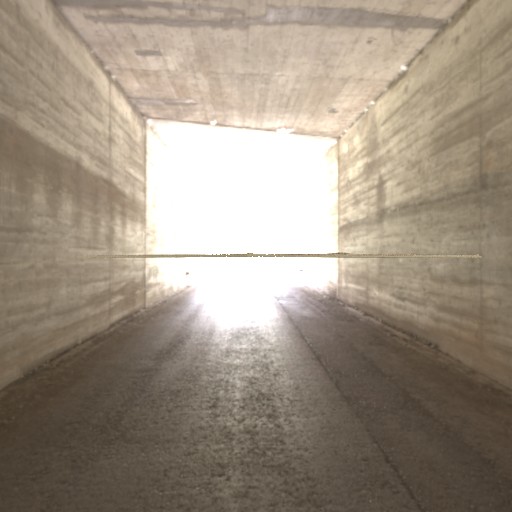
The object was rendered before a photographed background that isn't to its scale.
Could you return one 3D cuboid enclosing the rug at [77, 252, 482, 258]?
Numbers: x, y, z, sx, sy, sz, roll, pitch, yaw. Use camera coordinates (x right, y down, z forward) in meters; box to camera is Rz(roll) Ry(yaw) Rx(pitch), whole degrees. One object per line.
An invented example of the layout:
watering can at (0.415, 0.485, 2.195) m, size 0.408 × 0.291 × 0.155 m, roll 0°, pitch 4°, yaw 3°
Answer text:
rug at (0.000, 0.000, 4.175) m, size 2.429 × 0.030 × 3.052 m, roll 0°, pitch 0°, yaw -37°
